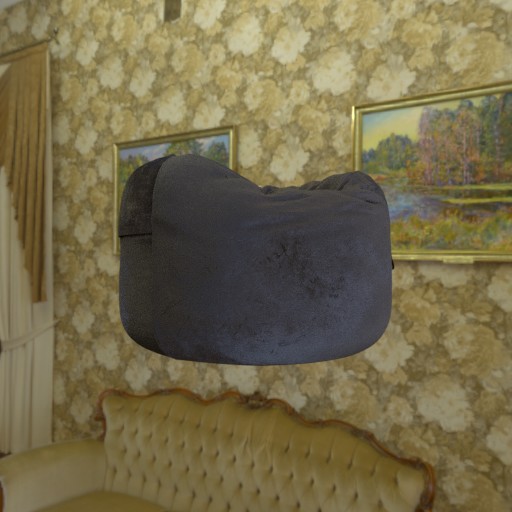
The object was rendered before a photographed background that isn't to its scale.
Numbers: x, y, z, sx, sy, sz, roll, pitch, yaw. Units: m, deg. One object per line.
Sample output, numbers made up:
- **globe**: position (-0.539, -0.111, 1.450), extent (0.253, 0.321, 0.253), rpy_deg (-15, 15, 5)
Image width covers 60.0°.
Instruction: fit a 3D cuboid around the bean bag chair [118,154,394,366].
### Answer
- **bean bag chair**: position (0.000, 0.000, 1.543), extent (0.918, 0.605, 0.918), rpy_deg (0, -1, 0)
